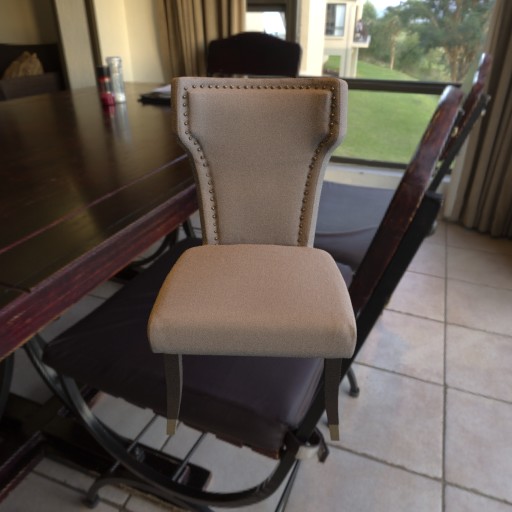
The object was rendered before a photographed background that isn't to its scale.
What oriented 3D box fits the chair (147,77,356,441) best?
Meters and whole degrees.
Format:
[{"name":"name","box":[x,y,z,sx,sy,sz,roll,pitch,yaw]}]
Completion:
[{"name":"chair","box":[0.000,0.000,1.323,0.526,0.950,0.630,1,29,2]}]
